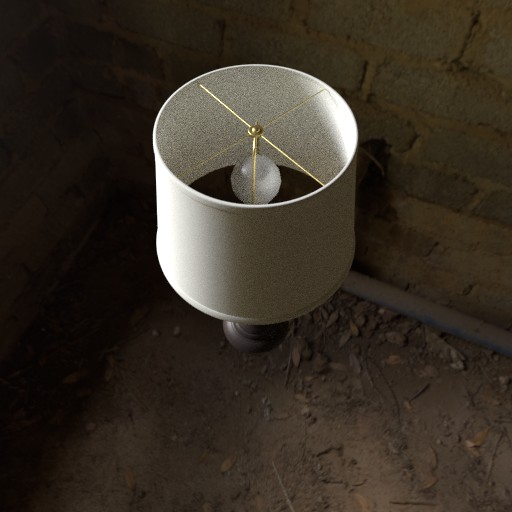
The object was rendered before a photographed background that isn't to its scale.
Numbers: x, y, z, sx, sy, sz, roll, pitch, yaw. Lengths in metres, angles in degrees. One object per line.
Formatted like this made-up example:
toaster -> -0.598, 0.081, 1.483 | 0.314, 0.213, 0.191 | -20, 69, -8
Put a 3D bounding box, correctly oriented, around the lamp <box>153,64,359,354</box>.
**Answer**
lamp -> 0.000, 0.000, 0.816 | 0.335, 0.611, 0.335 | 0, 58, 0
